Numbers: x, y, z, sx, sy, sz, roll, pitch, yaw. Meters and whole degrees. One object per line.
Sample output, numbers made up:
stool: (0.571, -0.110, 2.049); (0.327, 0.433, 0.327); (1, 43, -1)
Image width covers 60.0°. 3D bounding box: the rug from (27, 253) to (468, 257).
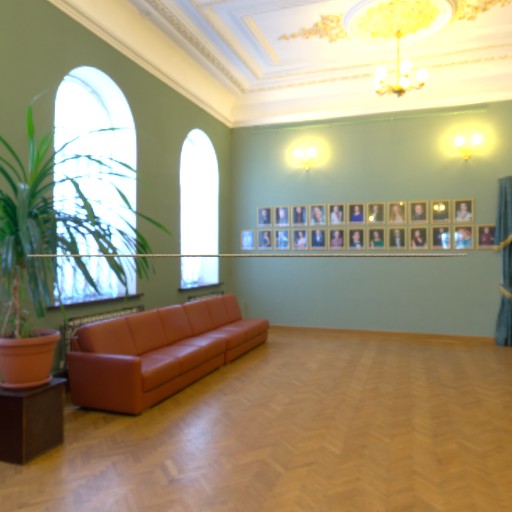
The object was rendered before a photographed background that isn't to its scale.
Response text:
rug: (0.000, 0.000, 3.041); (2.435, 0.011, 1.517); (0, 0, 18)
